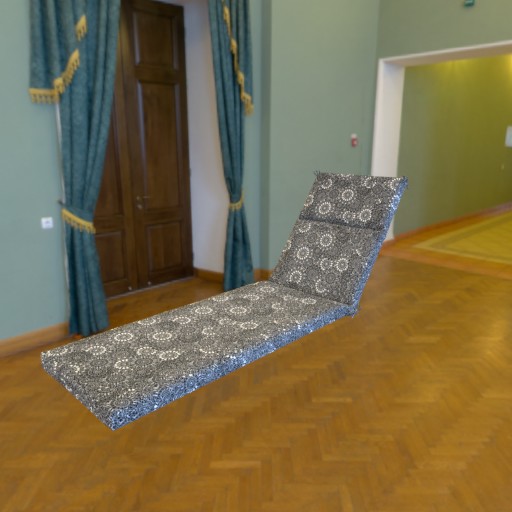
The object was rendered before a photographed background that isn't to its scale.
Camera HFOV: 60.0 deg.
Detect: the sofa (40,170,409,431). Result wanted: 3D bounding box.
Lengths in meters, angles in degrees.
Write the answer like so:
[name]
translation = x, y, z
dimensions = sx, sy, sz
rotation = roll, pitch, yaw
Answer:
[sofa]
translation = 0.000, 0.000, 1.890
dimensions = 0.582, 0.622, 1.663
rotation = 14, 21, 43
